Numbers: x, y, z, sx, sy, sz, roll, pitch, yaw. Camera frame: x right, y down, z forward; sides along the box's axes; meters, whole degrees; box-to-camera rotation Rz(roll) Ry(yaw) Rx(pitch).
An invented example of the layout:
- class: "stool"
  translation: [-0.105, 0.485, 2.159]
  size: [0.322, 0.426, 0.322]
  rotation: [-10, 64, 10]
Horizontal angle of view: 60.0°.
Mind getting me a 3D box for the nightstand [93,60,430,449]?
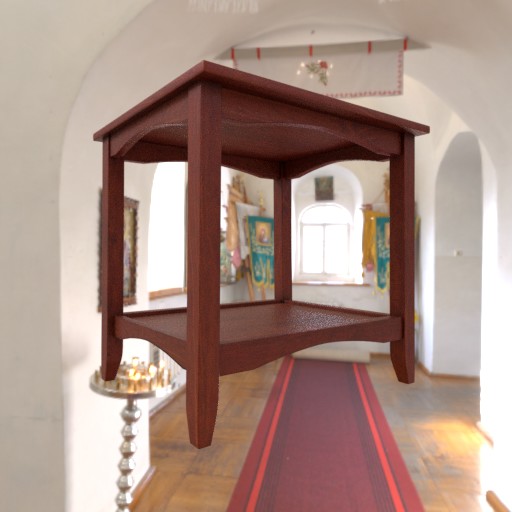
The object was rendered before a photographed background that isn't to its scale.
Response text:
- class: "nightstand"
  translation: [0.000, 0.000, 0.986]
  size: [0.558, 0.558, 0.501]
  rotation: [-1, 1, -37]
